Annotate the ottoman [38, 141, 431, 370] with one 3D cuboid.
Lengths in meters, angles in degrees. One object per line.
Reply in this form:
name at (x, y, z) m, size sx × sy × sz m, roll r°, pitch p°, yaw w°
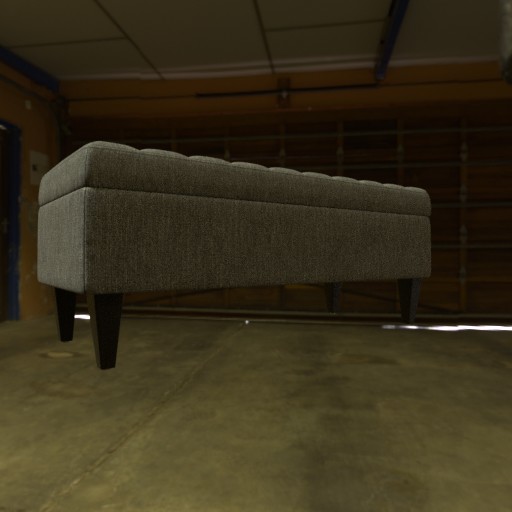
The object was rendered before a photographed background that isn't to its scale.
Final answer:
ottoman at (0.000, 0.000, 1.363) m, size 1.151 × 0.469 × 0.482 m, roll 0°, pitch 0°, yaw -36°
